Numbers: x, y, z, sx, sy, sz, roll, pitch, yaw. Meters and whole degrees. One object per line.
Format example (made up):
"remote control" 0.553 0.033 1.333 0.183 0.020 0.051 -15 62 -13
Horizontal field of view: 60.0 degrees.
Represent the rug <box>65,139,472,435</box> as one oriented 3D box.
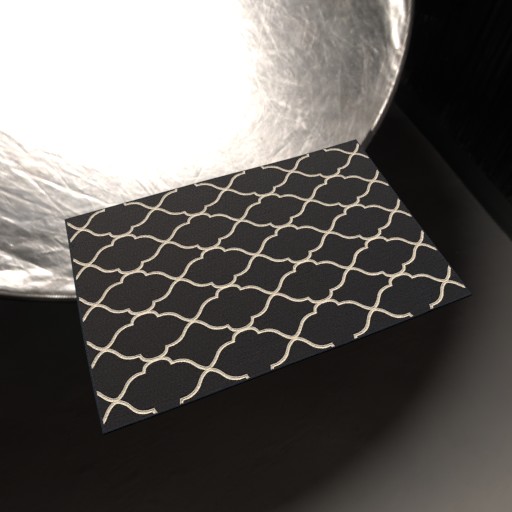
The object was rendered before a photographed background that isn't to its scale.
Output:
"rug" 0.000 0.000 2.908 2.294 0.014 1.528 -18 58 -12
